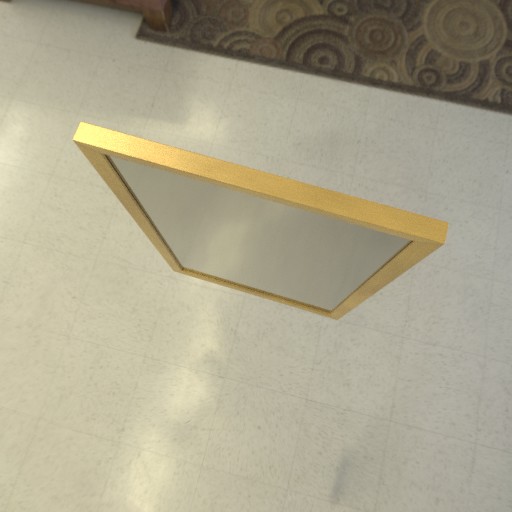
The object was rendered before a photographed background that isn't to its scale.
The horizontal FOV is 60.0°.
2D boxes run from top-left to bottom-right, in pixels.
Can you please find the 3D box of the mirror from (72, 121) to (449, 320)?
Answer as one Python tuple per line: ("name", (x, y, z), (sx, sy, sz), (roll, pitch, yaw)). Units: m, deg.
("mirror", (0.000, 0.000, 1.139), (0.609, 0.915, 0.040), (16, 75, 4))
